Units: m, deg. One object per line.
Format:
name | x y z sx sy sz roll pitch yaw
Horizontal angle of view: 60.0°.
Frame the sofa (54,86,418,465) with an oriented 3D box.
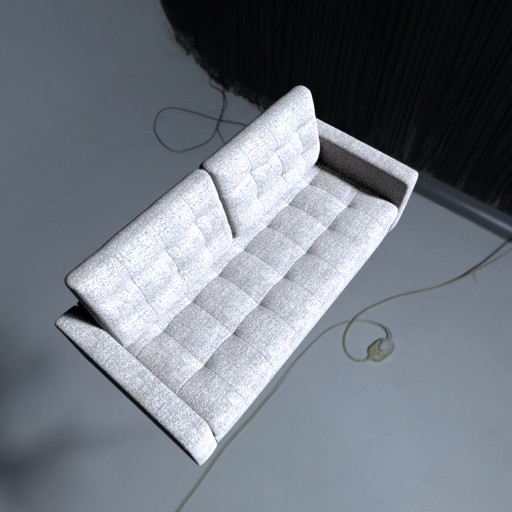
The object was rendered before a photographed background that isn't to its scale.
sofa | 0.000 0.000 2.308 0.863 0.902 1.821 35 64 20
